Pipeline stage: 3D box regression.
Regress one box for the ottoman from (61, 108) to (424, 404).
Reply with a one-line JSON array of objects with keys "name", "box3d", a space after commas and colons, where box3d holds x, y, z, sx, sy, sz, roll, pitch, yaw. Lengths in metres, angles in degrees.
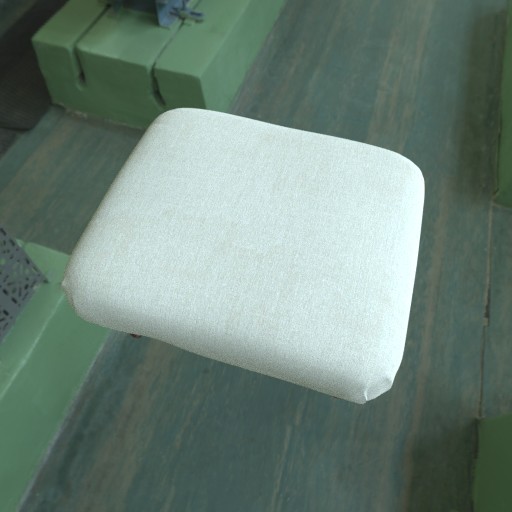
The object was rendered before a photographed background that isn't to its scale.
[{"name": "ottoman", "box3d": [0.000, 0.000, 1.148, 0.747, 0.450, 0.622, 14, 60, 9]}]
